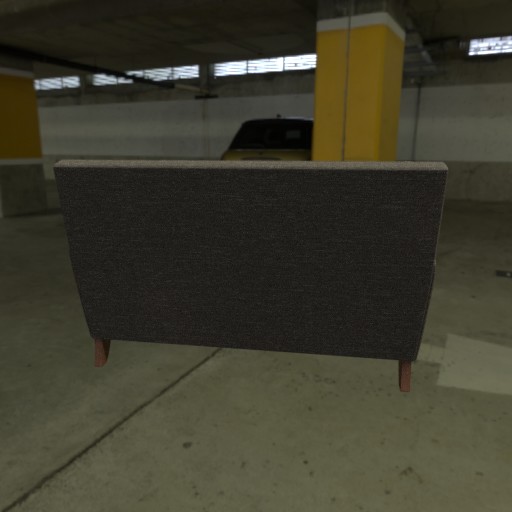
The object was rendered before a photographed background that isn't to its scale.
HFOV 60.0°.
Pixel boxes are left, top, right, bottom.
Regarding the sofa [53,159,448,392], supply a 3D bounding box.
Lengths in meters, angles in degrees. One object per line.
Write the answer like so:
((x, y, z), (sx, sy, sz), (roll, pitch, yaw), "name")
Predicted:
((0.000, 0.000, 2.091), (1.509, 0.905, 0.867), (2, 14, 9), "sofa")
